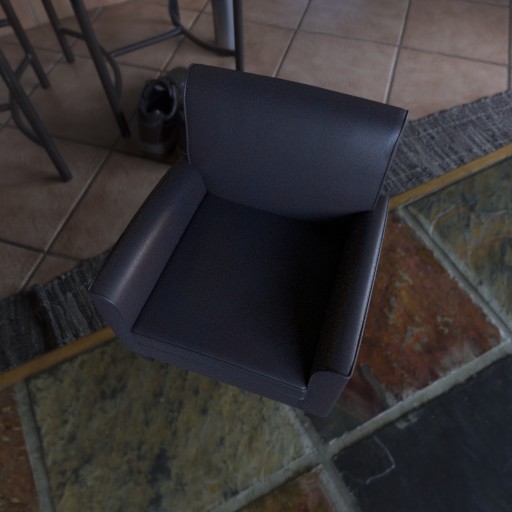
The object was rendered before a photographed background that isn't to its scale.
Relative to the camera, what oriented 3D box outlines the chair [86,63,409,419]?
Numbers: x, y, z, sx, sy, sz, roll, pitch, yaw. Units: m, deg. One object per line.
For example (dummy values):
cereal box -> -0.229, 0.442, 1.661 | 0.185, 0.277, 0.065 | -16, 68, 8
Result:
chair -> 0.000, 0.000, 1.606 | 0.820, 0.916, 0.819 | 16, 60, 10
